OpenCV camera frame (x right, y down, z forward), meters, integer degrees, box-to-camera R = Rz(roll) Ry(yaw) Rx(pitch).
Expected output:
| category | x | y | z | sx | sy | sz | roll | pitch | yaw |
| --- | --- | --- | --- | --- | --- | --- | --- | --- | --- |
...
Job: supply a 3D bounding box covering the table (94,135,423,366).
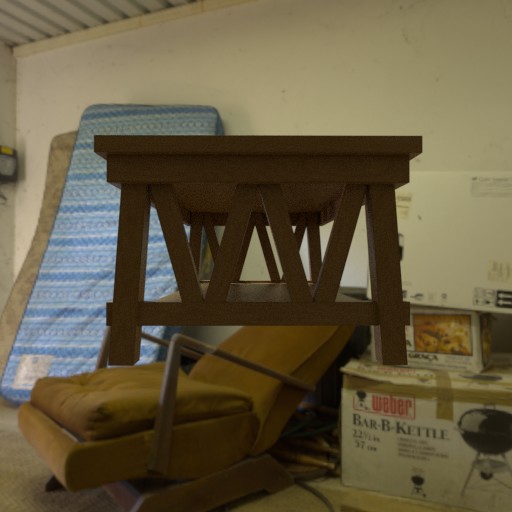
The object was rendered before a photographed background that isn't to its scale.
| category | x | y | z | sx | sy | sz | roll | pitch | yaw |
| --- | --- | --- | --- | --- | --- | --- | --- | --- | --- |
| table | 0.000 | 0.000 | 1.591 | 0.711 | 0.507 | 1.270 | 0 | -1 | -1 |
